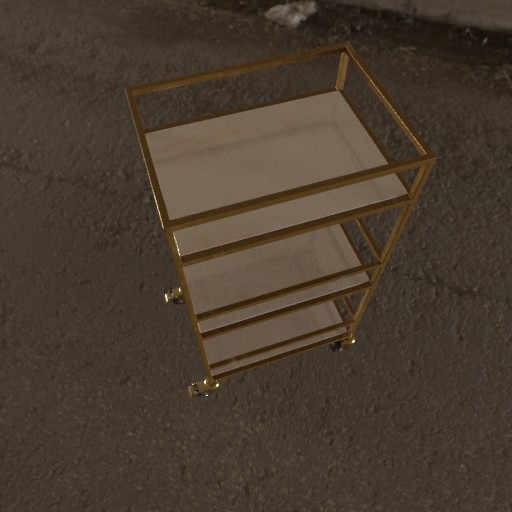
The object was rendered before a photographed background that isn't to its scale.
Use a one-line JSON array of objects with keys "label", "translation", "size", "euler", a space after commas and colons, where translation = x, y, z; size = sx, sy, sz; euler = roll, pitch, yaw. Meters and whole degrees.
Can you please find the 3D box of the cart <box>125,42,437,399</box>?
[{"label": "cart", "translation": [0.000, 0.000, 1.005], "size": [0.483, 0.761, 0.332], "euler": [-16, 59, -10]}]
